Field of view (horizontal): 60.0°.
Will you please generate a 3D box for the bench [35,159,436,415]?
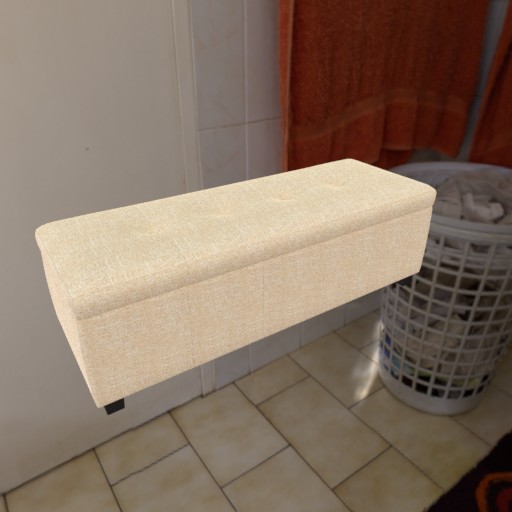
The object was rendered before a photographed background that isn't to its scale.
[{"bbox_3d":[0.000,0.000,1.461,1.219,0.406,0.432,-17,33,-29],"label":"bench"}]
